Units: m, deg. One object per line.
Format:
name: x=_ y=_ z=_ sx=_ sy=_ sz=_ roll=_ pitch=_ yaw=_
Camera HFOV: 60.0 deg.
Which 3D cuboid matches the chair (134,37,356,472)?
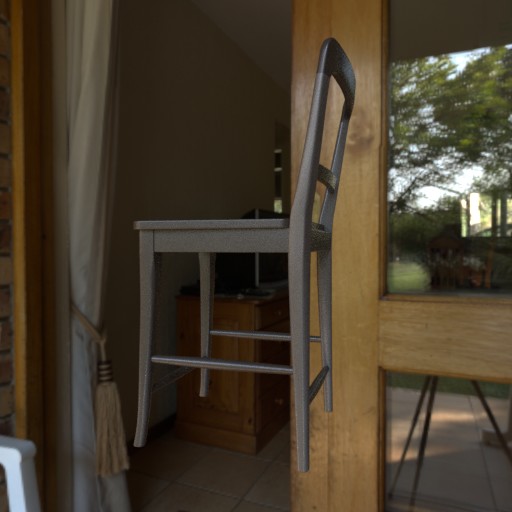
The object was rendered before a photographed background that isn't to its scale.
chair: x=0.000 y=0.000 z=1.264 sx=0.546 sy=0.991 sz=0.450 roll=0 pitch=1 yaw=18
